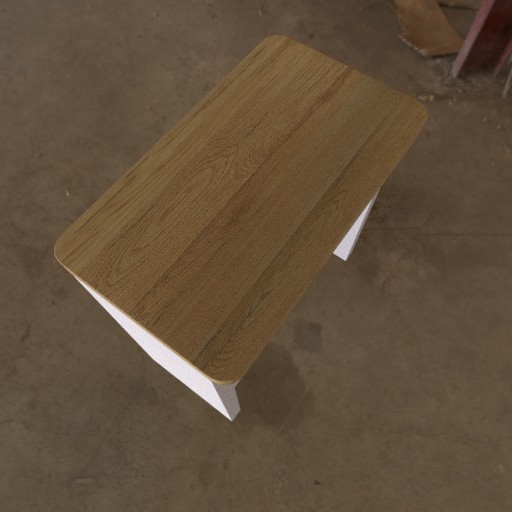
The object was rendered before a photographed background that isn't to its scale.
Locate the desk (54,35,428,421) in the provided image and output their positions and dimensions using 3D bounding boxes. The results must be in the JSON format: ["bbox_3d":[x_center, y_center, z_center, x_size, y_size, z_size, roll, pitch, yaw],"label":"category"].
[{"bbox_3d":[0.000,0.000,1.275,0.440,0.790,0.760,33,69,15],"label":"desk"}]
